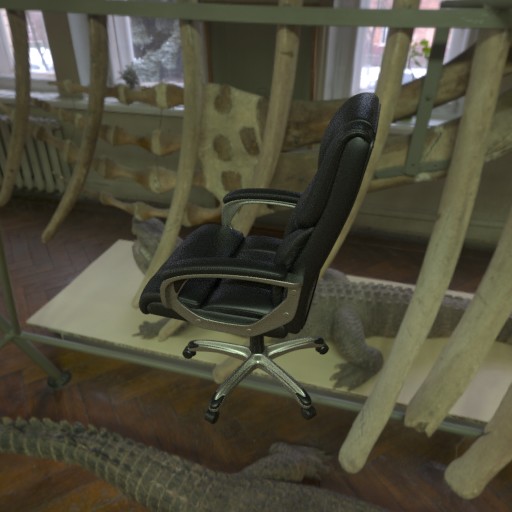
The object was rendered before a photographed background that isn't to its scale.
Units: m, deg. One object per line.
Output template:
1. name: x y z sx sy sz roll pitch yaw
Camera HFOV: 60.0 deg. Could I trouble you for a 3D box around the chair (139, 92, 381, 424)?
1. chair: 0.000 0.000 1.636 0.739 1.155 0.663 8 32 13
